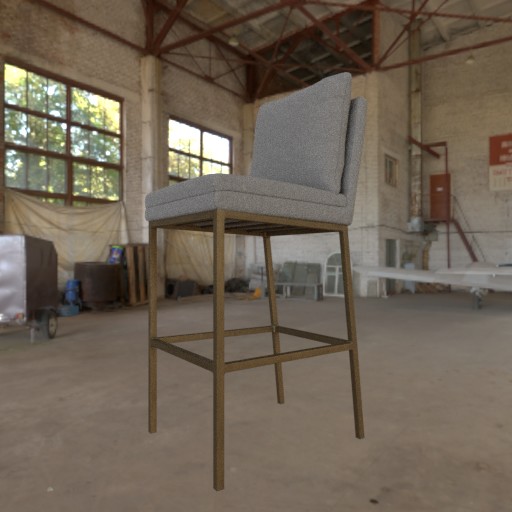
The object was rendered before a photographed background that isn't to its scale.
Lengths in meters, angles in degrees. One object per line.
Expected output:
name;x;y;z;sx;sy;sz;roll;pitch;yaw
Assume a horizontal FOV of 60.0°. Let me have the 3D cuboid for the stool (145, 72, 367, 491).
stool;0.000;0.000;1.400;0.569;1.132;0.463;0;0;-35
